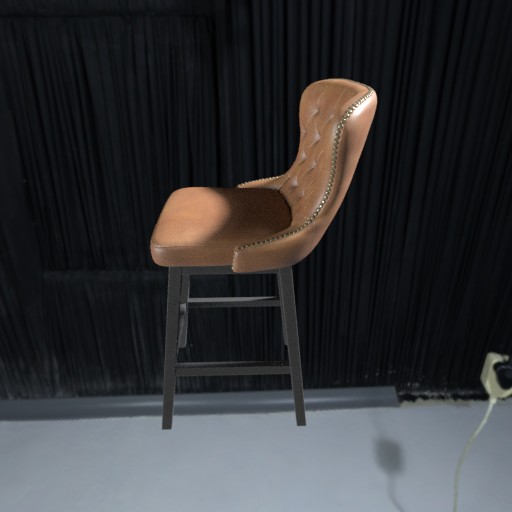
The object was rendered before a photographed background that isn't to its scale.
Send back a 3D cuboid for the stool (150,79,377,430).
[{"bbox_3d":[0.000,0.000,1.339,0.593,0.971,0.528,-1,27,-2],"label":"stool"}]
